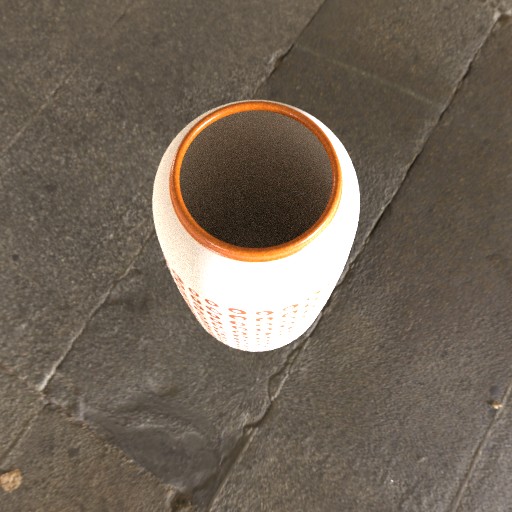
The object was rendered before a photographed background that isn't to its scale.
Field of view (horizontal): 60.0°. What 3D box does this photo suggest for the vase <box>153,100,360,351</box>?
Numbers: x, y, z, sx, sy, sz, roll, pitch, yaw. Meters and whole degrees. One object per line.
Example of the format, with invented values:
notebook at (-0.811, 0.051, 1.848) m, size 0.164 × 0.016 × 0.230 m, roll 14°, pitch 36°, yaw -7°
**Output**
vase at (0.000, 0.000, 0.347) m, size 0.133 × 0.282 × 0.133 m, roll 0°, pitch 74°, yaw 0°
